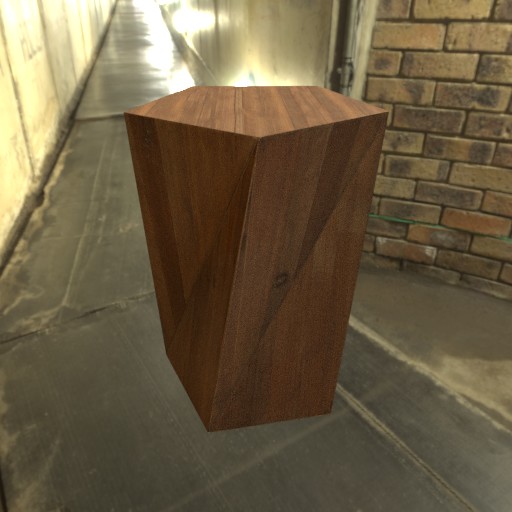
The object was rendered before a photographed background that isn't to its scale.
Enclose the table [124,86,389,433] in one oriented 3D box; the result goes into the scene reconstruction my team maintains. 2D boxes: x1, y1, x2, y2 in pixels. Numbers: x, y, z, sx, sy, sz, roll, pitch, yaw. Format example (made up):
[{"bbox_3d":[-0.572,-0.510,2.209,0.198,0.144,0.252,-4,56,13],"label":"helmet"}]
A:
[{"bbox_3d":[0.000,0.000,0.909,0.441,0.604,0.425,10,31,16],"label":"table"}]
